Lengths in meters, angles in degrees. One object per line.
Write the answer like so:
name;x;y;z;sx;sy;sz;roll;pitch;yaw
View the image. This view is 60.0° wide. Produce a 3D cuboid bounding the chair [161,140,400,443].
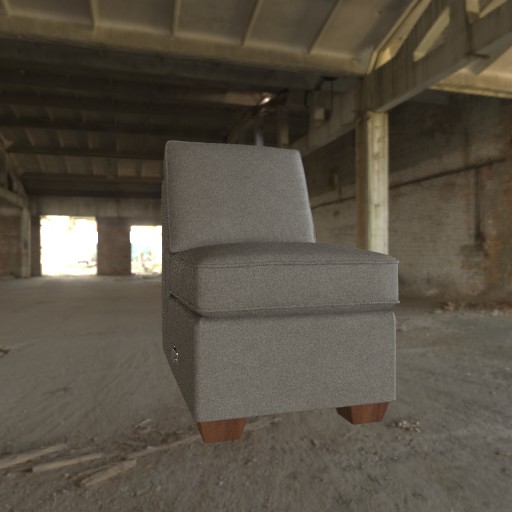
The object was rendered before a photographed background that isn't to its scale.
chair;0.000;0.000;1.623;0.621;0.970;0.938;0;0;-17
